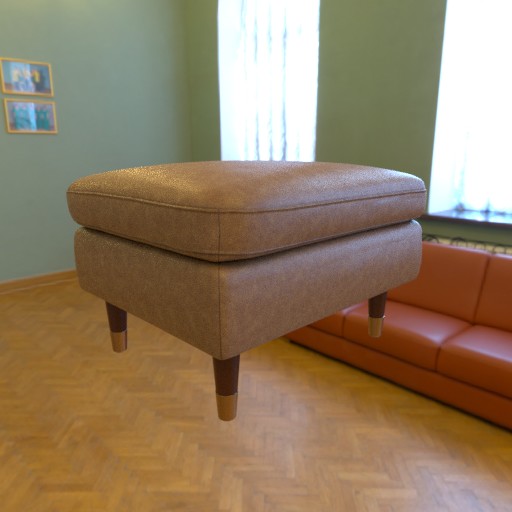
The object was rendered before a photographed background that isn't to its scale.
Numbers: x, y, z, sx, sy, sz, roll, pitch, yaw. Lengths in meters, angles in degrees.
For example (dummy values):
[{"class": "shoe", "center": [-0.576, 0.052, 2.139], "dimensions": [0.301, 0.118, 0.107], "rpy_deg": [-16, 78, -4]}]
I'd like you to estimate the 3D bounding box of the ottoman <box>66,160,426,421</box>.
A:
[{"class": "ottoman", "center": [0.000, 0.000, 1.135], "dimensions": [0.593, 0.478, 0.747], "rpy_deg": [13, 19, 43]}]
